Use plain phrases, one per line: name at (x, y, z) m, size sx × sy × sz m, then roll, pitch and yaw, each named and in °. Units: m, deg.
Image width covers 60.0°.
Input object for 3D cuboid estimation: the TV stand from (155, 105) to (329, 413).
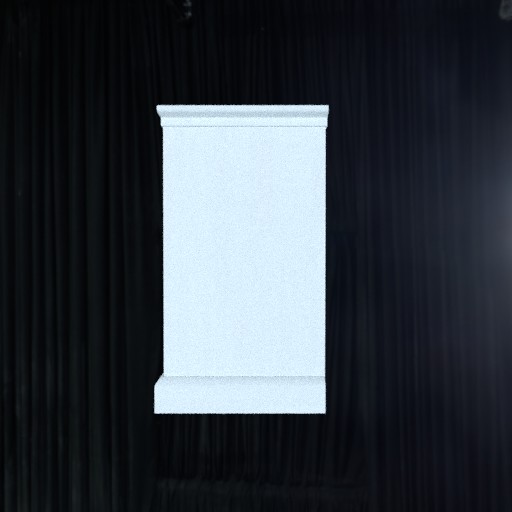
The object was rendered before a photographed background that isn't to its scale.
TV stand at (0.000, 0.000, 1.486) m, size 0.424 × 0.624 × 1.187 m, roll 0°, pitch 1°, yaw 0°
